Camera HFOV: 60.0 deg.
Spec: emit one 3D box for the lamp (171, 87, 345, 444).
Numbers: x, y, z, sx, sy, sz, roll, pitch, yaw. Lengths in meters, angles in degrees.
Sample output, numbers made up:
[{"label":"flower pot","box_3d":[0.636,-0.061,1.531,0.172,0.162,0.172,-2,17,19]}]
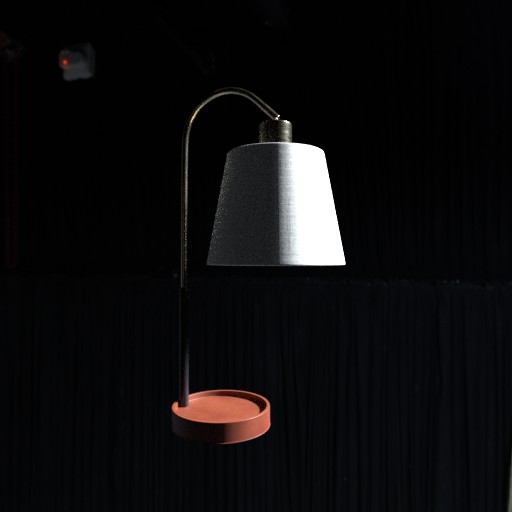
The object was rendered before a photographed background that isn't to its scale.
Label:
[{"label":"lamp","box_3d":[0.000,0.000,0.692,0.273,0.536,0.211,0,0,18]}]
